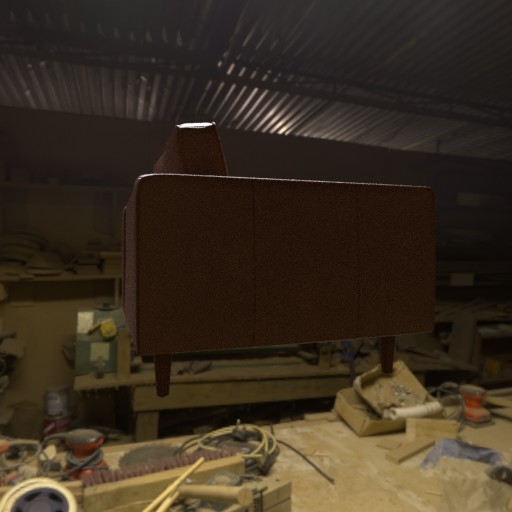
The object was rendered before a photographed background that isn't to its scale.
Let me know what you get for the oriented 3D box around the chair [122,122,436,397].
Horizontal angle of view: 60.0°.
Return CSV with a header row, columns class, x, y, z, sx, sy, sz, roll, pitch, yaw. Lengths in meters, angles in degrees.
class,x,y,z,sx,sy,sz,roll,pitch,yaw
chair,0.000,0.000,1.593,0.900,0.770,0.920,0,0,-19
